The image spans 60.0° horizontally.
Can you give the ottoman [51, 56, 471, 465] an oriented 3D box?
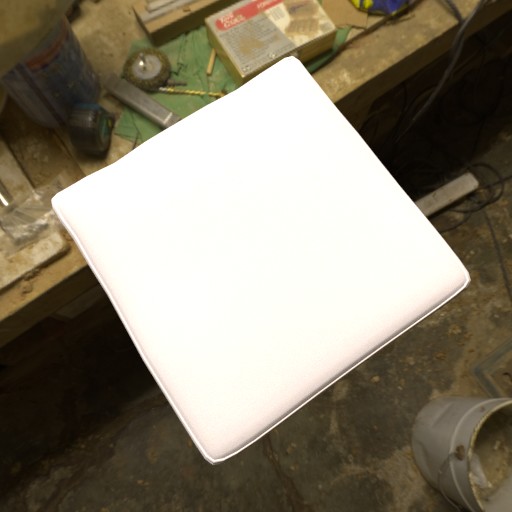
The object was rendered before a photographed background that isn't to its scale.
[{"bbox_3d":[0.000,0.000,1.353,0.838,0.479,0.838,-33,79,-8],"label":"ottoman"}]
